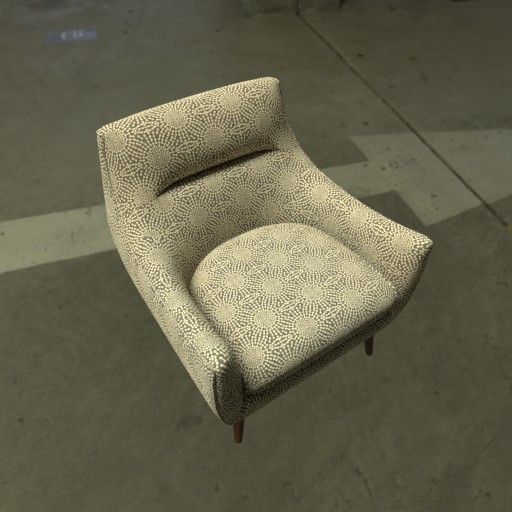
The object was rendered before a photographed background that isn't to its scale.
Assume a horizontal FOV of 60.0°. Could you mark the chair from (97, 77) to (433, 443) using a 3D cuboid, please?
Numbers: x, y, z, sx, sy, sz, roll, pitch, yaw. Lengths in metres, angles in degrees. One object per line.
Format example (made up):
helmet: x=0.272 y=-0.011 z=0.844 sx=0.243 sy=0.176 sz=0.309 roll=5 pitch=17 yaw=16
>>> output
chair: x=0.000 y=0.000 z=1.471 sx=0.762 sy=0.838 sz=0.787 roll=-26 pitch=51 yaw=-23
